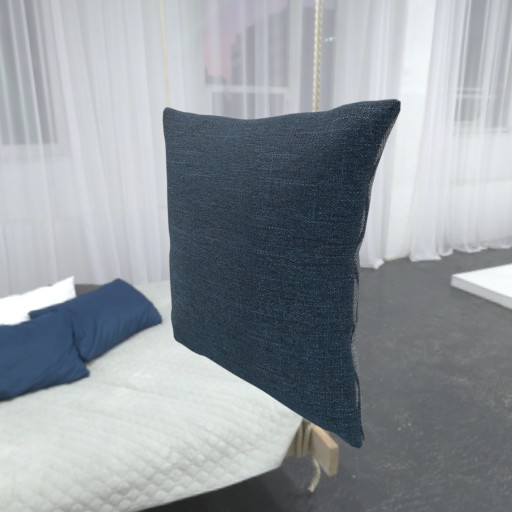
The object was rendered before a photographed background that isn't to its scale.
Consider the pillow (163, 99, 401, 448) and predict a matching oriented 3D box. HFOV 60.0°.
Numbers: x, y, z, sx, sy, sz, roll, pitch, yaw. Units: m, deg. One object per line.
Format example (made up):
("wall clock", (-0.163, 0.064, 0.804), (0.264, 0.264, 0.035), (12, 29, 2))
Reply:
("pillow", (0.000, 0.000, 0.664), (0.159, 0.435, 0.435), (-15, 22, -43))
